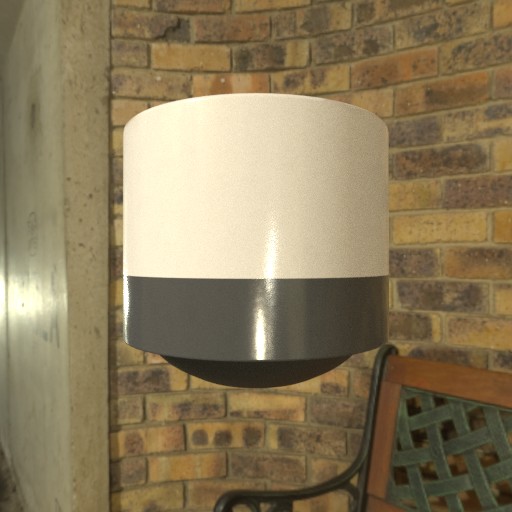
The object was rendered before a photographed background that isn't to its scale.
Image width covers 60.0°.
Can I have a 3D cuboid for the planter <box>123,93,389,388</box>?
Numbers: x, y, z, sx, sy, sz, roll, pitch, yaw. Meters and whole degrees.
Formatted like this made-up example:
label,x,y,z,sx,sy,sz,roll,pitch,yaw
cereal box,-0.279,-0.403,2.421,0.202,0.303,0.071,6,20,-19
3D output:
label,x,y,z,sx,sy,sz,roll,pitch,yaw
planter,0.000,0.000,0.336,0.193,0.177,0.193,0,0,0
